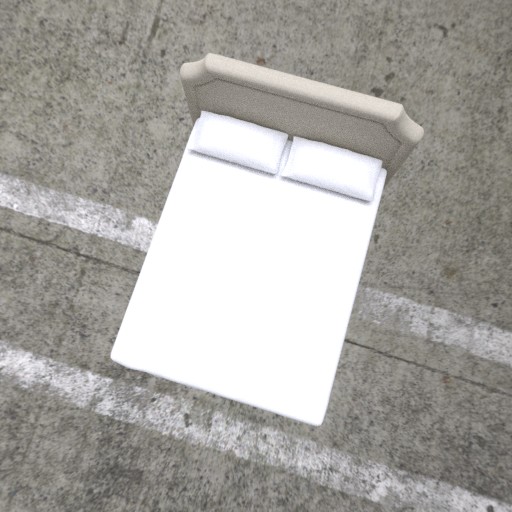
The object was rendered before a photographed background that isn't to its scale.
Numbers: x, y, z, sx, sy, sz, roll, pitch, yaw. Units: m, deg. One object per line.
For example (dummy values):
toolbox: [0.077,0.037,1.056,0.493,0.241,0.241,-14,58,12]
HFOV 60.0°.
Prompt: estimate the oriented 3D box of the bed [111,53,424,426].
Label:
bed: [0.000,0.000,3.174,1.693,1.290,2.116,17,78,4]
